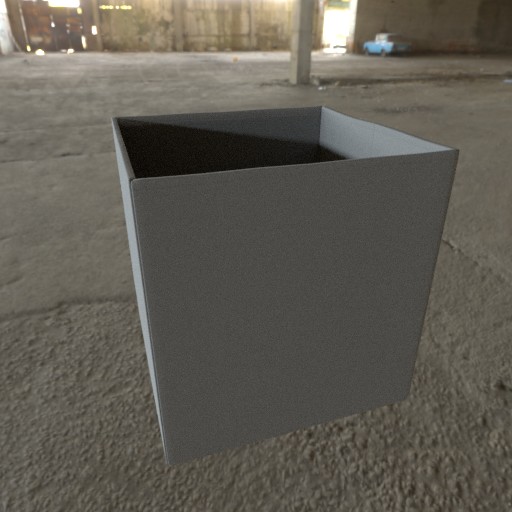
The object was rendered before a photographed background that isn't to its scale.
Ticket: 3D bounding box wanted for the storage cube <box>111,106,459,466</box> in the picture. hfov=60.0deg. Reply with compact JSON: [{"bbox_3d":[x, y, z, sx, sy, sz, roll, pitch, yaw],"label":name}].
[{"bbox_3d":[0.000,0.000,0.500,0.270,0.280,0.270,-9,28,-17],"label":"storage cube"}]
